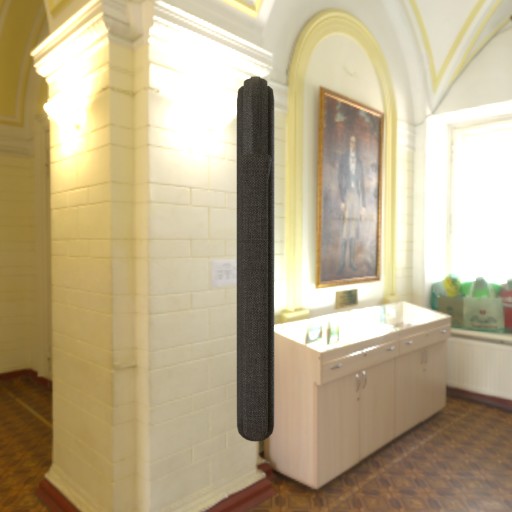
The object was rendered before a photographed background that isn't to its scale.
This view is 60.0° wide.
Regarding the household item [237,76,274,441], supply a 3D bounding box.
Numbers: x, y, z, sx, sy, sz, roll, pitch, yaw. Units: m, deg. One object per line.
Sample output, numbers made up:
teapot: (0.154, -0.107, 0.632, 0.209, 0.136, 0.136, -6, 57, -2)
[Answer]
household item: (0.000, 0.000, 0.529, 0.030, 0.305, 0.396, 0, 1, 0)
